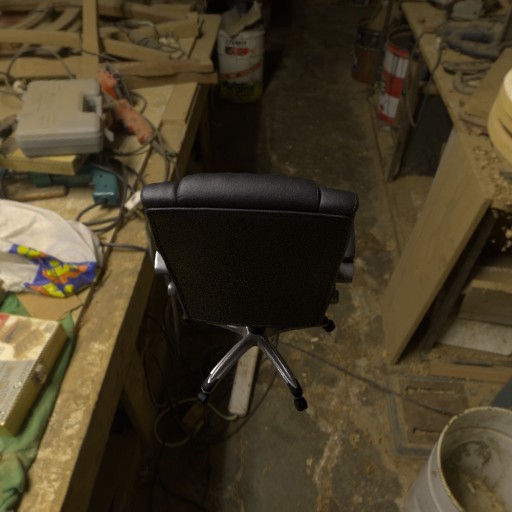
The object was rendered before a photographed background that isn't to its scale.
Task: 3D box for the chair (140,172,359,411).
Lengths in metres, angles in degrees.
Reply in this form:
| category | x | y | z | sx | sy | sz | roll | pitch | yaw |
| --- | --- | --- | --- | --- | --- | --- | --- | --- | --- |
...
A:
| category | x | y | z | sx | sy | sz | roll | pitch | yaw |
| --- | --- | --- | --- | --- | --- | --- | --- | --- | --- |
| chair | 0.000 | 0.000 | 1.611 | 0.721 | 1.130 | 0.719 | 3 | 46 | 3 |
